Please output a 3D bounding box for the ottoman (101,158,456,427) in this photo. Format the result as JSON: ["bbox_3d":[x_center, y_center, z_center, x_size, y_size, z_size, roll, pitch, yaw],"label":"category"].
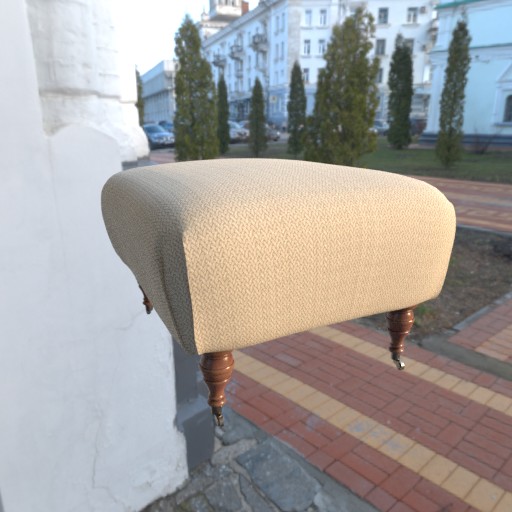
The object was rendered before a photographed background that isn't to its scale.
[{"bbox_3d":[0.000,0.000,1.067,0.622,0.447,0.684,-8,19,-25],"label":"ottoman"}]
